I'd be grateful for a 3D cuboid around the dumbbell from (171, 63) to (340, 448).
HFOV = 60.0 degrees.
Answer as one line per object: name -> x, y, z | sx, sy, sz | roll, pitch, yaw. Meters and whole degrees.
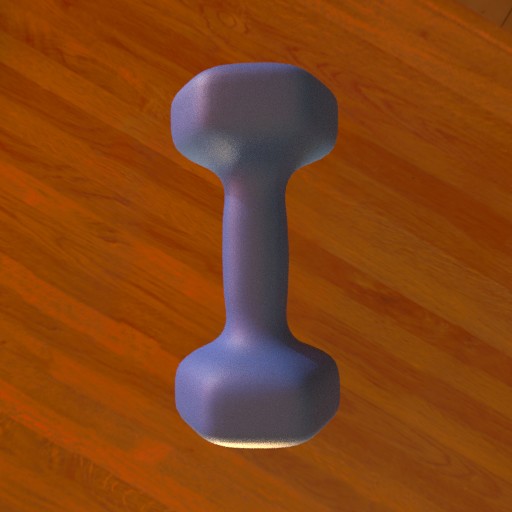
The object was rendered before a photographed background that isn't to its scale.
dumbbell -> 0.000, 0.000, 0.269 | 0.103, 0.093, 0.212 | 0, 91, 1
